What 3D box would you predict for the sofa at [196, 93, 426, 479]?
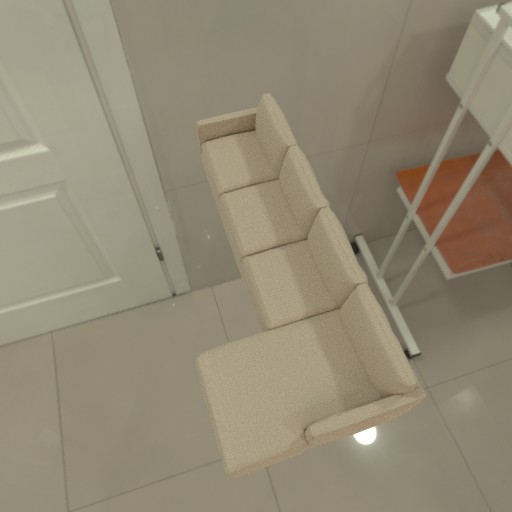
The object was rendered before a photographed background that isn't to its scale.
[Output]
[{"bbox_3d":[0.000,0.000,3.309,1.258,0.755,2.731,-15,60,-9],"label":"sofa"}]
